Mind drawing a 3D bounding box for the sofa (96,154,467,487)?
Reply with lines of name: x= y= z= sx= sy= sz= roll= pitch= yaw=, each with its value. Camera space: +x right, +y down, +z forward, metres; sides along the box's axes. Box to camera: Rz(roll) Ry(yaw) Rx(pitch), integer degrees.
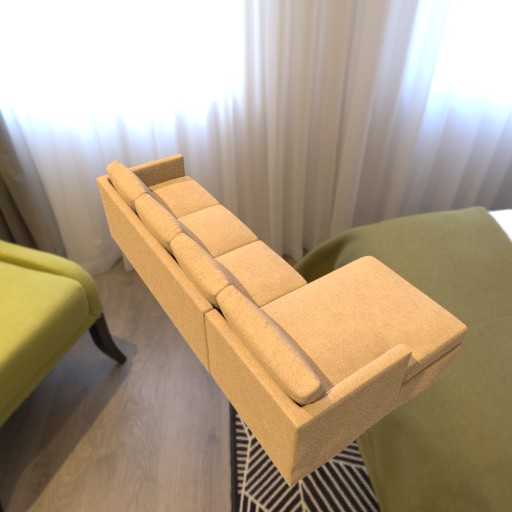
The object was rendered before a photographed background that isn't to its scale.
sofa: x=0.000 y=0.000 z=3.858 sx=1.638 sy=0.920 sz=3.198 roll=-24 pitch=46 yaw=-26
